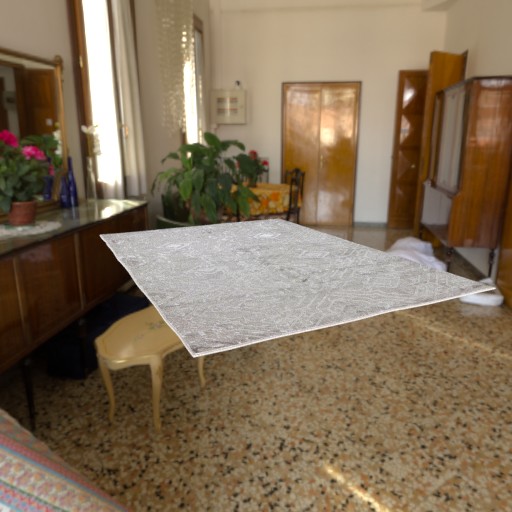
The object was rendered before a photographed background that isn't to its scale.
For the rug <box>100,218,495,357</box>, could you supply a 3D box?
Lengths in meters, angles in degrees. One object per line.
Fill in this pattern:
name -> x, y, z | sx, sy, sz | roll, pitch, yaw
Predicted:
rug -> 0.000, 0.000, 4.319 | 2.448, 0.020, 3.359 | -7, 17, -26
